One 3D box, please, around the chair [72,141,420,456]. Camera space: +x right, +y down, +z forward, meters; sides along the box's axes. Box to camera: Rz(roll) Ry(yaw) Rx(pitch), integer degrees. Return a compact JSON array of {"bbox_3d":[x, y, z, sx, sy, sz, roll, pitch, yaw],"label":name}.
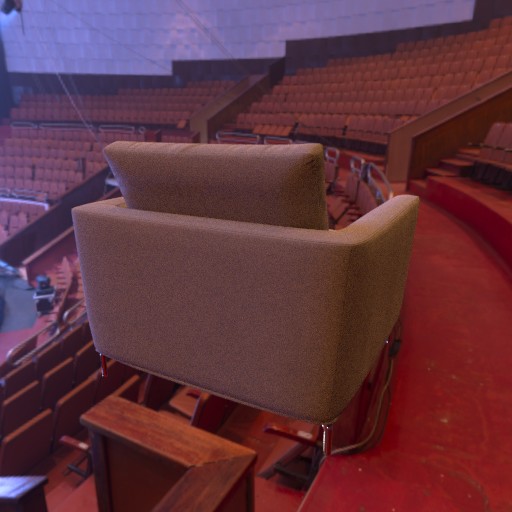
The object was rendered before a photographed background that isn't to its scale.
[{"bbox_3d":[0.000,0.000,1.681,1.041,0.864,0.889,9,19,27],"label":"chair"}]
